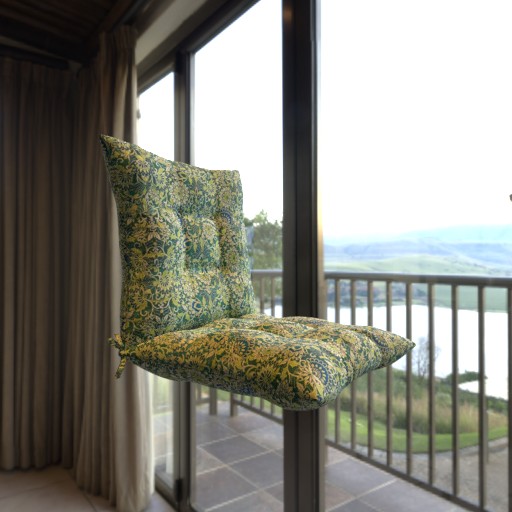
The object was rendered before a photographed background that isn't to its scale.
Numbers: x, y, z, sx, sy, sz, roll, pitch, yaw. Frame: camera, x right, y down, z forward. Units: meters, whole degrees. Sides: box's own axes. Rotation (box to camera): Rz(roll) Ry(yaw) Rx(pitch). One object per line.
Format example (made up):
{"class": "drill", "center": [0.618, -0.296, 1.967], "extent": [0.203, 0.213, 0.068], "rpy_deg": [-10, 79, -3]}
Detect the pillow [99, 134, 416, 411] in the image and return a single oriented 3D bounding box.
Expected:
{"class": "pillow", "center": [0.000, 0.000, 1.026], "extent": [0.585, 0.536, 0.541], "rpy_deg": [0, 0, 36]}
